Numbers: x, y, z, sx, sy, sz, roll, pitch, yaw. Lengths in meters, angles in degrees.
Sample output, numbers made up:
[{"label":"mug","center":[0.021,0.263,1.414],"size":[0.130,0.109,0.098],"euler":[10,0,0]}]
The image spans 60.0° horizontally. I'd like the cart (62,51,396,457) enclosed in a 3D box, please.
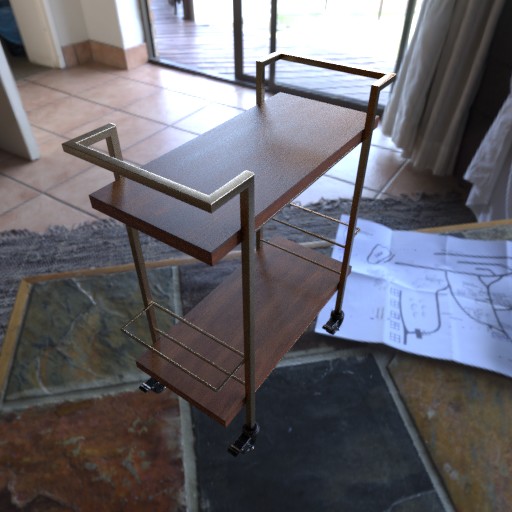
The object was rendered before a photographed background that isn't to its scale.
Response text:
[{"label":"cart","center":[0.000,0.000,1.157],"size":[0.364,0.807,0.695],"euler":[24,45,26]}]
